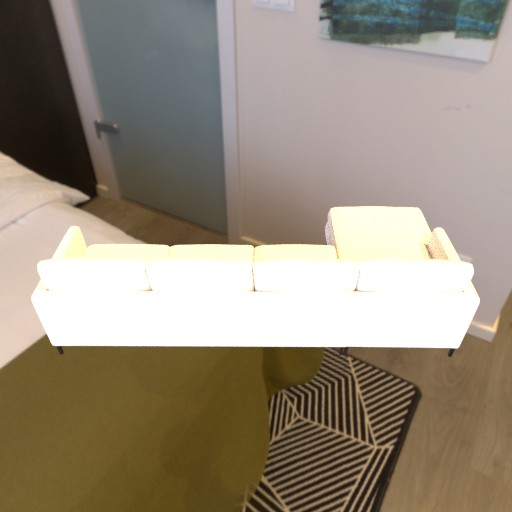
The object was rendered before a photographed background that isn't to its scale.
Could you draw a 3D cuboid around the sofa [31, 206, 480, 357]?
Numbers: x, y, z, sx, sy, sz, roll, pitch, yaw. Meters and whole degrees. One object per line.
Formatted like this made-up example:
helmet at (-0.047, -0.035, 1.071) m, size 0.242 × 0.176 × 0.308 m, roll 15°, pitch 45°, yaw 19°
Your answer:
sofa at (0.000, 0.000, 3.754) m, size 3.186 × 0.875 × 1.467 m, roll 0°, pitch 40°, yaw 0°
